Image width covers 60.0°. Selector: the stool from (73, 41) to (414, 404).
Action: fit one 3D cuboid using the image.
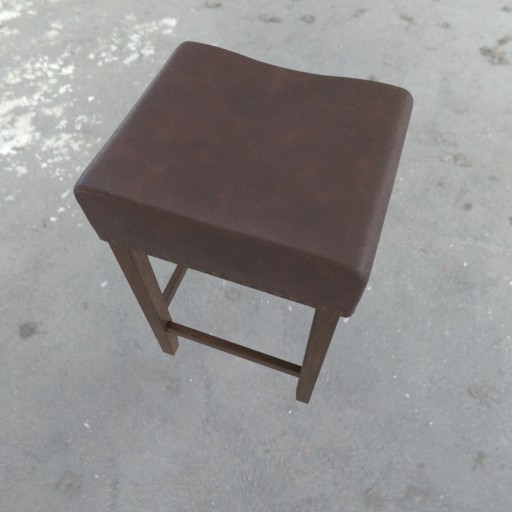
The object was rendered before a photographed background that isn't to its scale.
[{"bbox_3d":[0.000,0.000,1.038,0.465,0.769,0.401,17,60,10],"label":"stool"}]
